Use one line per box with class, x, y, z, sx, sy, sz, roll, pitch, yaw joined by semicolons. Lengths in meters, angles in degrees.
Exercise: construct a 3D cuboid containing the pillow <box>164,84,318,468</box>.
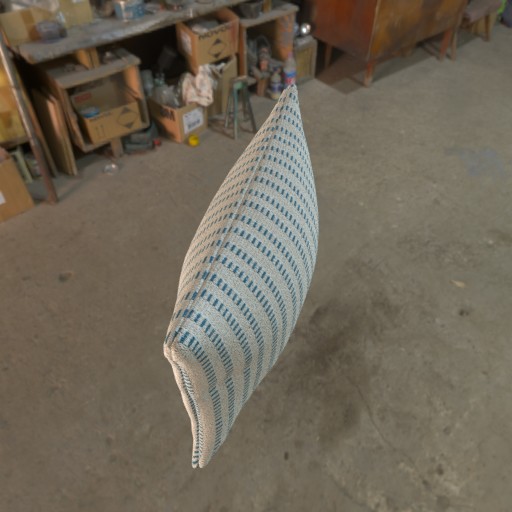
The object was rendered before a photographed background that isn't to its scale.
pillow;0.000;0.000;0.792;0.210;0.353;0.640;11;47;10
